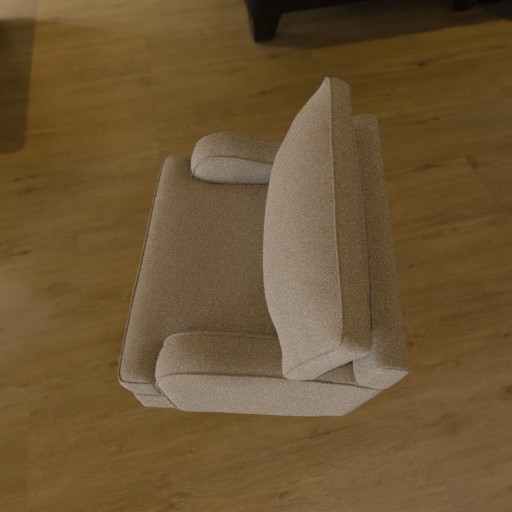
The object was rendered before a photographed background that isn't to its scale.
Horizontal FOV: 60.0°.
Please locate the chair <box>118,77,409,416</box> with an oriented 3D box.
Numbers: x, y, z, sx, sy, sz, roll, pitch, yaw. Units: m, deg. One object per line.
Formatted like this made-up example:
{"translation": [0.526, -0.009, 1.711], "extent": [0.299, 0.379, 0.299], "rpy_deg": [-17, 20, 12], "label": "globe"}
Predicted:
{"translation": [0.000, 0.000, 1.975], "extent": [1.040, 1.016, 1.220], "rpy_deg": [3, 59, 2], "label": "chair"}
